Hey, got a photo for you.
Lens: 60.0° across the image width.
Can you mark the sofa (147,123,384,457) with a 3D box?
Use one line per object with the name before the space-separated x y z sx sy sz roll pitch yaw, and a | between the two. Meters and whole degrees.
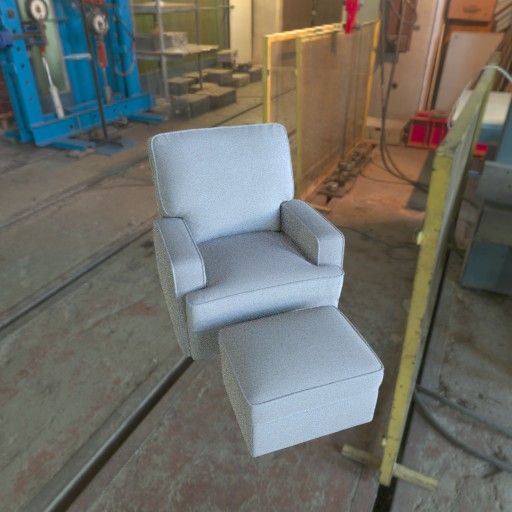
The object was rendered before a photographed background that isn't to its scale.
sofa | 0.000 0.000 2.117 0.861 0.959 1.472 -10 33 -16
